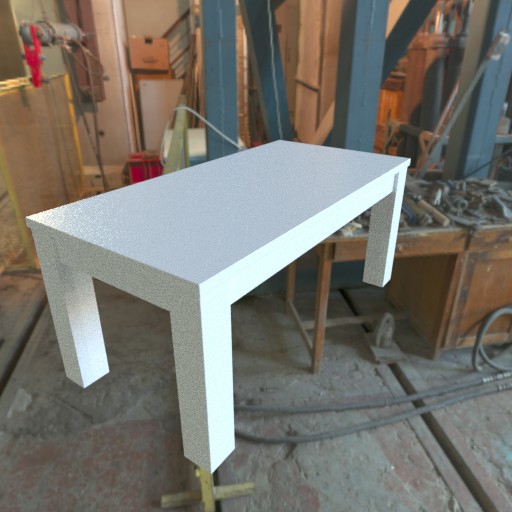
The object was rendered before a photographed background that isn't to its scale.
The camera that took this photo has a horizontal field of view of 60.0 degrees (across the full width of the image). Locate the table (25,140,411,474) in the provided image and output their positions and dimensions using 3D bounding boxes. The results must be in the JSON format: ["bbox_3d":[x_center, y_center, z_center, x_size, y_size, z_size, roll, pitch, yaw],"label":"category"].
[{"bbox_3d":[0.000,0.000,2.299,0.900,0.790,1.800,17,31,32],"label":"table"}]
